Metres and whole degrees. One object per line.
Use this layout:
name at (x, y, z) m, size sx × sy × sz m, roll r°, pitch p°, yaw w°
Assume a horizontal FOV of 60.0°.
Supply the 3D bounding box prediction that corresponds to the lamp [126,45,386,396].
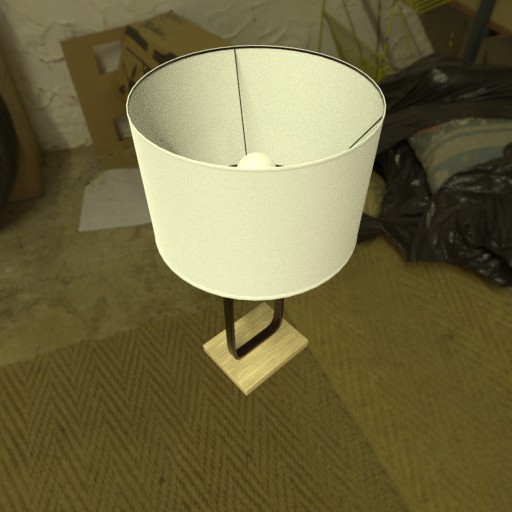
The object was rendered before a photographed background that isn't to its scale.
lamp at (0.000, 0.000, 0.667) m, size 0.279 × 0.508 × 0.279 m, roll -33°, pitch 54°, yaw -28°
